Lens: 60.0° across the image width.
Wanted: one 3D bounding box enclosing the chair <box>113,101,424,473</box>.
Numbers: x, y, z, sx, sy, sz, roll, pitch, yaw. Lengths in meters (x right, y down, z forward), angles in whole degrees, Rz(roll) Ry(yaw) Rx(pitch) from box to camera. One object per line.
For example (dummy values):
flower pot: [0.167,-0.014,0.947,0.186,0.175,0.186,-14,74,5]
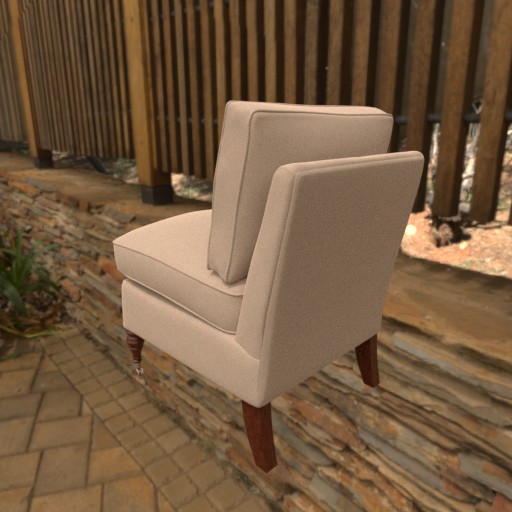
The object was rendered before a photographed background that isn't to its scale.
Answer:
chair: [0.000,0.000,1.638,0.912,1.052,0.724,16,23,42]
